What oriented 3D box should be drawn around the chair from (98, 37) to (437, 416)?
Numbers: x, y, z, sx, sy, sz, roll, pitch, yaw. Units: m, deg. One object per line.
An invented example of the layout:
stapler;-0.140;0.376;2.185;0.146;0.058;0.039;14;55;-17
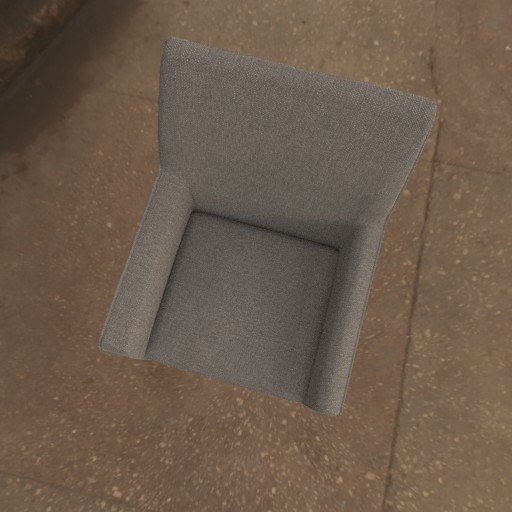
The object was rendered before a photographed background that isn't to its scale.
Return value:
chair;0.000;0.000;1.530;0.780;0.919;0.899;15;77;4
